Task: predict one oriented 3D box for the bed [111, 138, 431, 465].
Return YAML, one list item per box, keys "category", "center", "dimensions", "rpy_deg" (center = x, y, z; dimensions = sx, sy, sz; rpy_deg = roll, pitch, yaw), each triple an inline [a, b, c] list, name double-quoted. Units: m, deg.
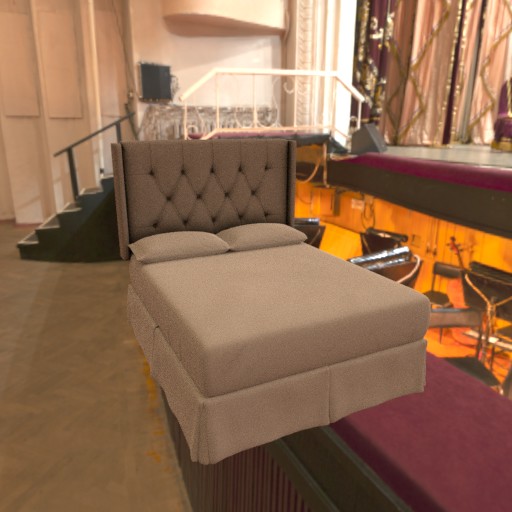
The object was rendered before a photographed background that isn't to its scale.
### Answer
- category: "bed"
  center: [0.000, 0.000, 3.363]
  dimensions: [1.719, 1.665, 2.066]
  rpy_deg: [-8, 18, -25]
